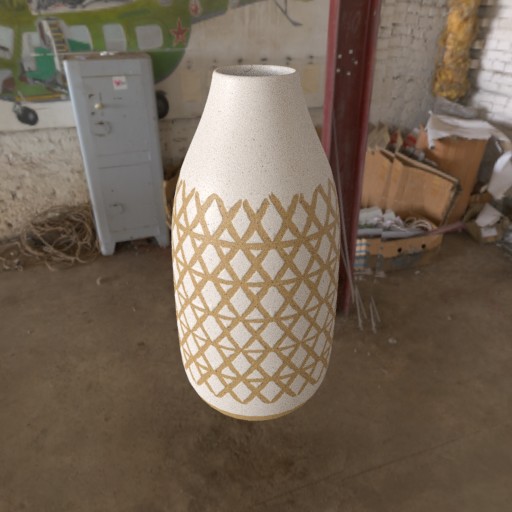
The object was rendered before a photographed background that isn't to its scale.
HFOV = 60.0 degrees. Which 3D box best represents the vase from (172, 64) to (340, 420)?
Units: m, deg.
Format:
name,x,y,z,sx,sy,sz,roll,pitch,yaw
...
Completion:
name,x,y,z,sx,sy,sz,roll,pitch,yaw
vase,0.000,0.000,0.487,0.186,0.380,0.186,0,30,0
